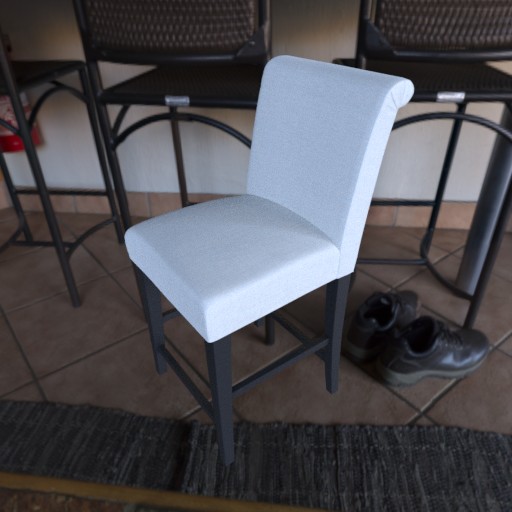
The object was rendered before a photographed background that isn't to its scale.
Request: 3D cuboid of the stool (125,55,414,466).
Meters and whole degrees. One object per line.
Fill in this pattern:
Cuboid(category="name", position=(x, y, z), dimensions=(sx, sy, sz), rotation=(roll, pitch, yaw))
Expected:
Cuboid(category="stool", position=(0.000, 0.000, 1.278), dimensions=(0.597, 0.976, 0.452), rotation=(-22, 38, -30))
